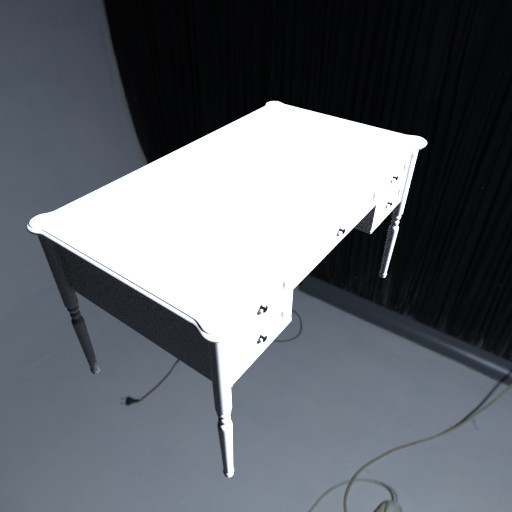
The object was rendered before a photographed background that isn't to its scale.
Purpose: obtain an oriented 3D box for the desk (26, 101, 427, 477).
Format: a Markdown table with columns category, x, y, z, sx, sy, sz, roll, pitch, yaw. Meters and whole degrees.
| category | x | y | z | sx | sy | sz | roll | pitch | yaw |
| --- | --- | --- | --- | --- | --- | --- | --- | --- | --- |
| desk | 0.000 | 0.000 | 1.849 | 0.807 | 0.762 | 1.380 | 25 | 45 | 28 |
